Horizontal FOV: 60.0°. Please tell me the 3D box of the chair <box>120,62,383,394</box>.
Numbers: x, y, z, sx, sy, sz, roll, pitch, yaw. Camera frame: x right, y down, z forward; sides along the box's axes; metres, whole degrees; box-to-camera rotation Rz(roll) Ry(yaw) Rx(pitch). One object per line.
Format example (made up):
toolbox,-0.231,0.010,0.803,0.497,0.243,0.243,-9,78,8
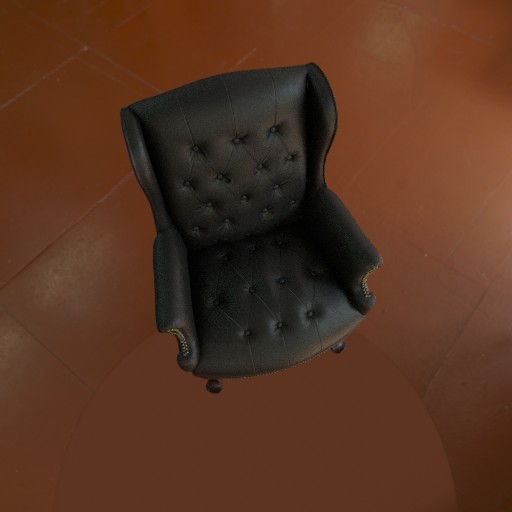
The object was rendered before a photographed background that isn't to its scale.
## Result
chair,0.000,0.000,1.721,0.831,1.133,0.822,-16,64,-8
